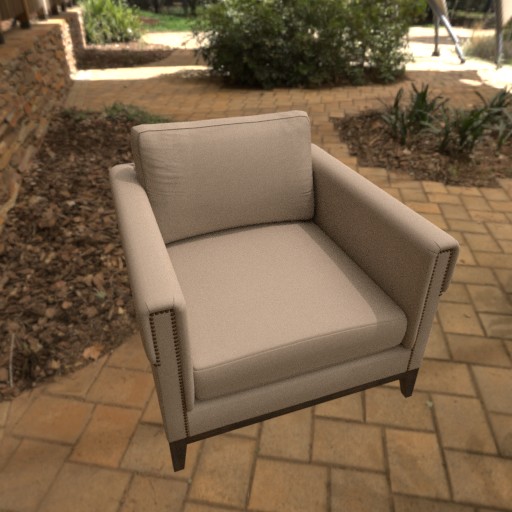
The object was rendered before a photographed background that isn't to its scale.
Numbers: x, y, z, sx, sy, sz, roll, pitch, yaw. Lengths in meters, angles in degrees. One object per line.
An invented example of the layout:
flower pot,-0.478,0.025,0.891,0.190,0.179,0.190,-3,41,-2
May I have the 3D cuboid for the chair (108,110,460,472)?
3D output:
chair,0.000,0.000,1.626,0.914,0.838,0.959,-11,34,-17
